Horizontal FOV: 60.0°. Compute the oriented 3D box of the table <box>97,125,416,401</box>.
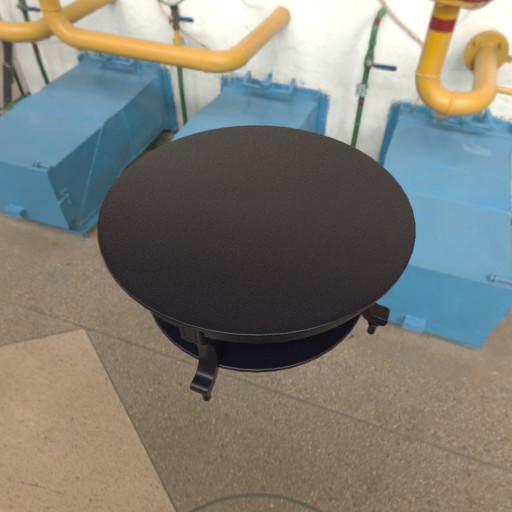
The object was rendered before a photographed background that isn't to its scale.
[{"bbox_3d":[0.000,0.000,1.641,1.029,0.491,1.029,0,46,0],"label":"table"}]
